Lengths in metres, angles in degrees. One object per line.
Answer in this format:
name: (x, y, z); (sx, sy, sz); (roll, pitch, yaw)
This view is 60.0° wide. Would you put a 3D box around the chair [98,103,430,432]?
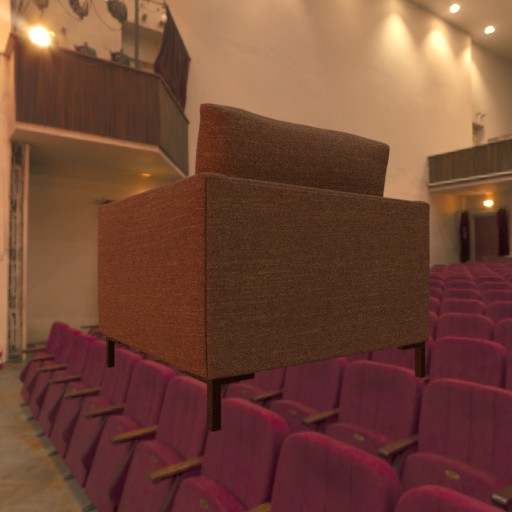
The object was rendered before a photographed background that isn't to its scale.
chair: (0.000, 0.000, 1.622); (0.940, 0.841, 0.845); (1, -1, -36)
